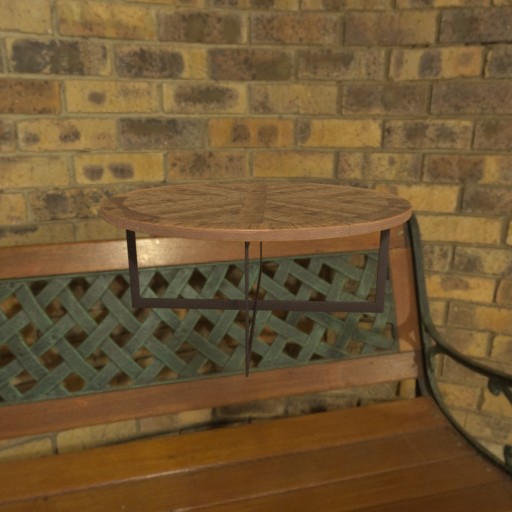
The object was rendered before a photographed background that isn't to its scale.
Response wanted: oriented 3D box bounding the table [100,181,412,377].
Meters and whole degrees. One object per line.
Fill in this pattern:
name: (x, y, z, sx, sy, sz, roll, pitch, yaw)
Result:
table: (0.000, 0.000, 1.964, 1.264, 0.516, 1.264, 0, 16, 0)
